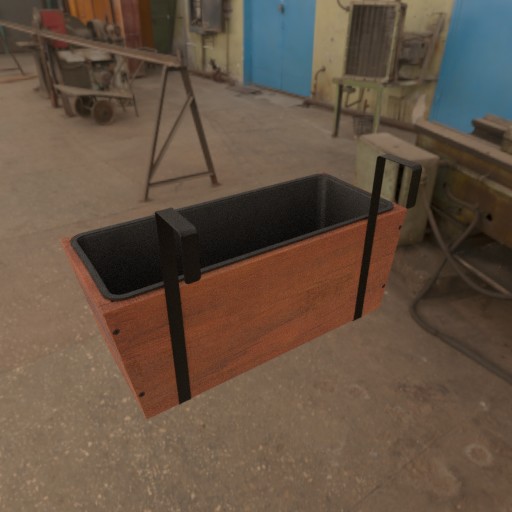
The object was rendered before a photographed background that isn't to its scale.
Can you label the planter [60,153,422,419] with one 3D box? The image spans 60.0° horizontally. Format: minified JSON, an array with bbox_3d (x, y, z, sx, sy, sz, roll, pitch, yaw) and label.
[{"bbox_3d":[0.000,0.000,0.654,0.480,0.289,0.262,-19,36,-28],"label":"planter"}]
